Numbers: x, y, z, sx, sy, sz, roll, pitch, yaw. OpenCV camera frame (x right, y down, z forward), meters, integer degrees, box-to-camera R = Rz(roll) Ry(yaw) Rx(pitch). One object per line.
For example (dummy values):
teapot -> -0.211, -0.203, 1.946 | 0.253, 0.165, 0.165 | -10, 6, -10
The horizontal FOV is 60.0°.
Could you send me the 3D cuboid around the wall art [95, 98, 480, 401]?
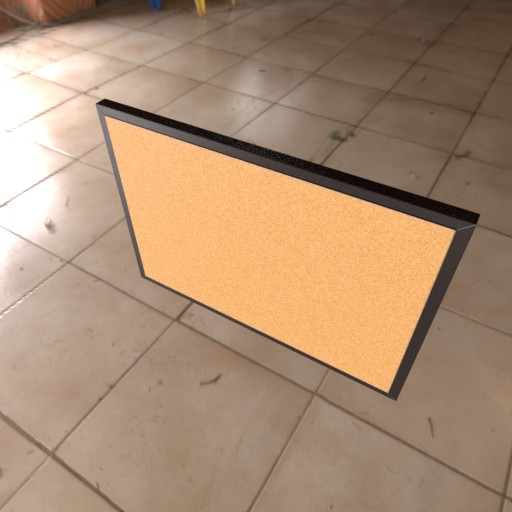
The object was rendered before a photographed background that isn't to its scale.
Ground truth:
wall art -> 0.000, 0.000, 0.843 | 0.657, 0.458, 0.027 | 22, 49, 21
